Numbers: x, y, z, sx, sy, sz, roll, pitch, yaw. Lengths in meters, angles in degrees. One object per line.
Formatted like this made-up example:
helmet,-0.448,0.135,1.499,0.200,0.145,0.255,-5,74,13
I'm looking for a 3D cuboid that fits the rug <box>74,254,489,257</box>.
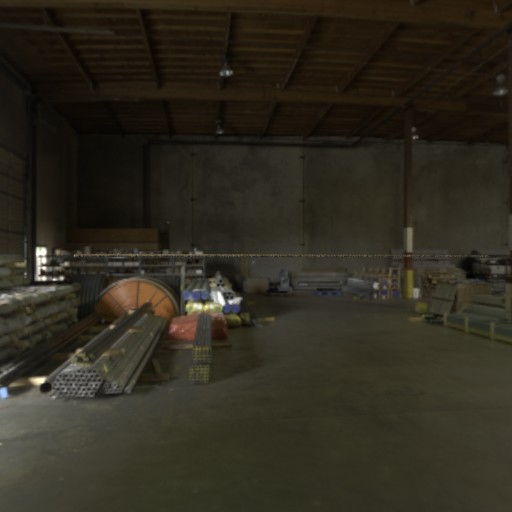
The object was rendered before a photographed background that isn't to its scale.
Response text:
rug,0.000,0.000,3.937,2.932,0.015,2.315,0,0,-21
